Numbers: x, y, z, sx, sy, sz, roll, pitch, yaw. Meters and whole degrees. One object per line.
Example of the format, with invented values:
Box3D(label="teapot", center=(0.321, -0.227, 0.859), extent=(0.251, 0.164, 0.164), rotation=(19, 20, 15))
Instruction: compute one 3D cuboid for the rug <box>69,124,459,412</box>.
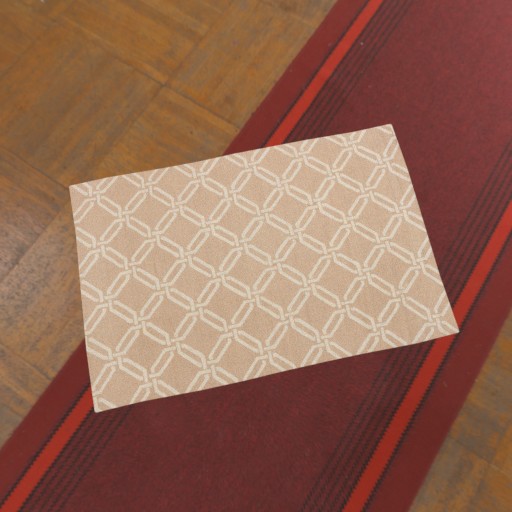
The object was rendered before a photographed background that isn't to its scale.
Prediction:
Box3D(label="rug", center=(0.000, 0.000, 2.194), extent=(1.745, 0.010, 1.146), rotation=(-12, 75, -3))
